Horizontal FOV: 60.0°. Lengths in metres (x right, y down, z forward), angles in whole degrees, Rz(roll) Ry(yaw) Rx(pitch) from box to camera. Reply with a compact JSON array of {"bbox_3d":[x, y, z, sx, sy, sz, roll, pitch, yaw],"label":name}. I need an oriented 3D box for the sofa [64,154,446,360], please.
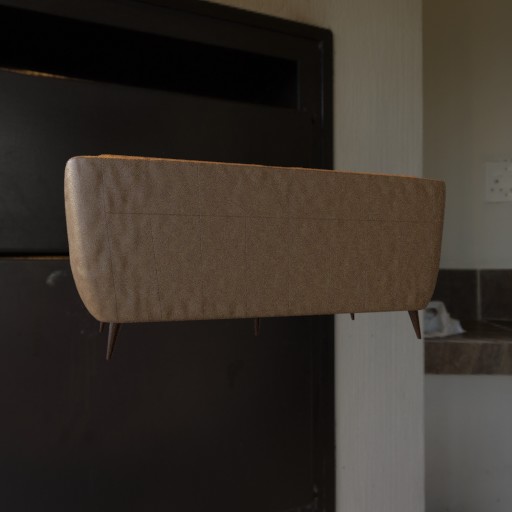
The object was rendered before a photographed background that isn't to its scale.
[{"bbox_3d":[0.000,0.000,2.366,1.902,0.839,0.904,0,0,-18],"label":"sofa"}]
